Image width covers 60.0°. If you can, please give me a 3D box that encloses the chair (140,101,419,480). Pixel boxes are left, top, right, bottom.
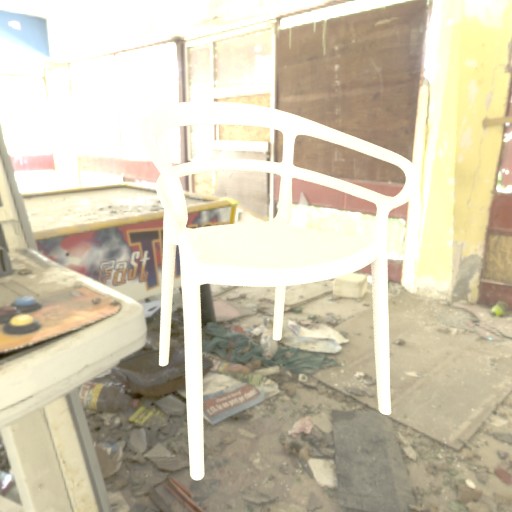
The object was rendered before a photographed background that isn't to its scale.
[{"bbox_3d":[0.000,0.000,1.113,0.559,0.761,0.527,-7,17,-25],"label":"chair"}]
